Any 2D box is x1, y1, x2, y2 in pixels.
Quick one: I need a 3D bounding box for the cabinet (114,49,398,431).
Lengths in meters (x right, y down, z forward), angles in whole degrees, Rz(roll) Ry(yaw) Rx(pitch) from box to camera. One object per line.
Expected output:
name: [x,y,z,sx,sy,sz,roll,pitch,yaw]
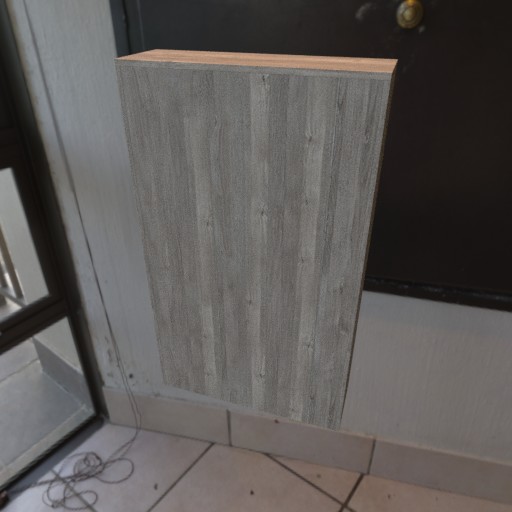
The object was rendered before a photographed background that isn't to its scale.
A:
cabinet: [0.000,0.000,1.563,0.750,1.280,0.250,10,32,16]
